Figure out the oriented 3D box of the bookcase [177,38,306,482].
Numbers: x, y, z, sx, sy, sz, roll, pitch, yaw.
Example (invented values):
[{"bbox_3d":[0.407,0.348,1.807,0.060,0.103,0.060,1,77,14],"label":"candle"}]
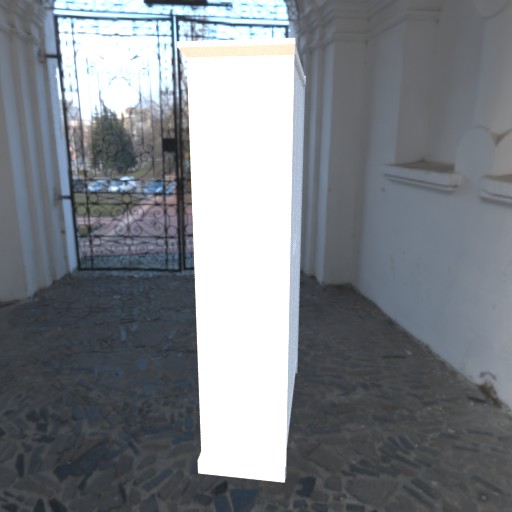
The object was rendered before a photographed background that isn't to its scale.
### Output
[{"bbox_3d":[0.000,0.000,2.332,0.432,1.880,1.050,2,15,8],"label":"bookcase"}]
